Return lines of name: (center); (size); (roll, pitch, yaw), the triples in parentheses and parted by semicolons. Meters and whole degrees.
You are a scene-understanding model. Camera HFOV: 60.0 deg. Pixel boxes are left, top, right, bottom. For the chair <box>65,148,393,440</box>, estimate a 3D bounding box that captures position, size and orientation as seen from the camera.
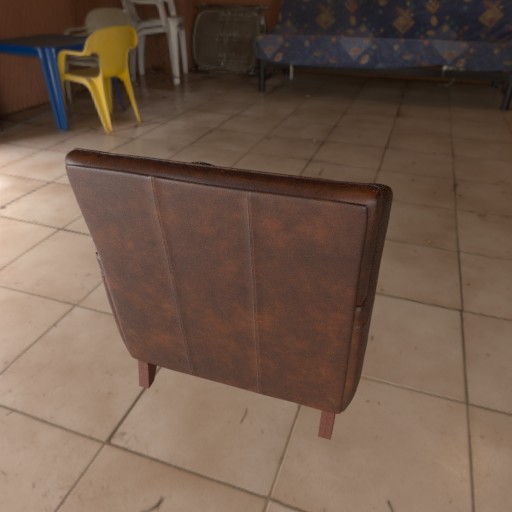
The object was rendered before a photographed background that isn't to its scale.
chair: (0.000, 0.000, 1.605); (0.870, 0.943, 0.823); (10, 34, 16)
